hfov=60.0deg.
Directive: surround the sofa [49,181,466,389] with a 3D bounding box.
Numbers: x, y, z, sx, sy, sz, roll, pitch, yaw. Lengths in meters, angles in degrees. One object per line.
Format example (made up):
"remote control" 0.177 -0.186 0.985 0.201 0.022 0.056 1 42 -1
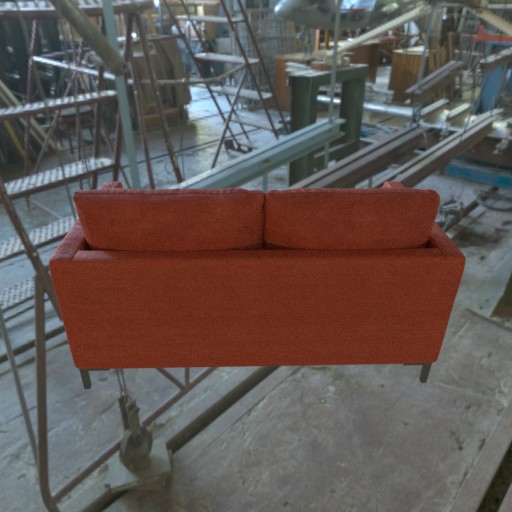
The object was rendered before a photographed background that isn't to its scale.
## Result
"sofa" 0.000 0.000 2.111 1.574 0.896 0.864 -1 31 -2
